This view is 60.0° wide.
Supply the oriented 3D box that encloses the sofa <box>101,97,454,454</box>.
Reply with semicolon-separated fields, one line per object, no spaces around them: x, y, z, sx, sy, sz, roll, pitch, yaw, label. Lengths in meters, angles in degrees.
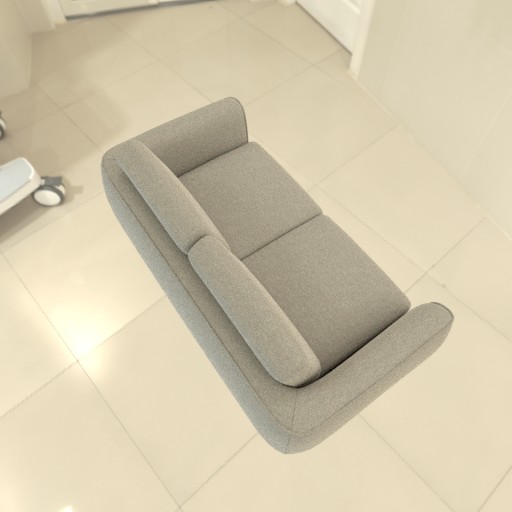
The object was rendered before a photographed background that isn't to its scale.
0.000;0.000;2.184;0.920;0.850;1.700;-31;63;-17;sofa
